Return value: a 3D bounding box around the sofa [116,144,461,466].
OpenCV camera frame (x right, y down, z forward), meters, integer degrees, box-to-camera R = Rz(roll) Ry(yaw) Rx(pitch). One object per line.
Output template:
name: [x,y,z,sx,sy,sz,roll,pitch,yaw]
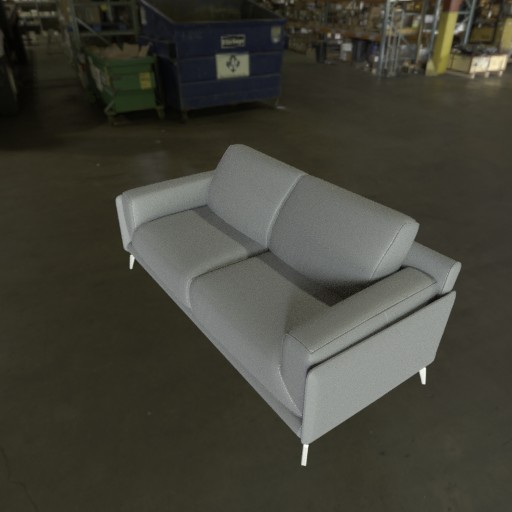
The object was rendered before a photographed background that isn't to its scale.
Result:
sofa: [0.000,0.000,2.684,0.969,0.900,2.100,-20,36,-30]
